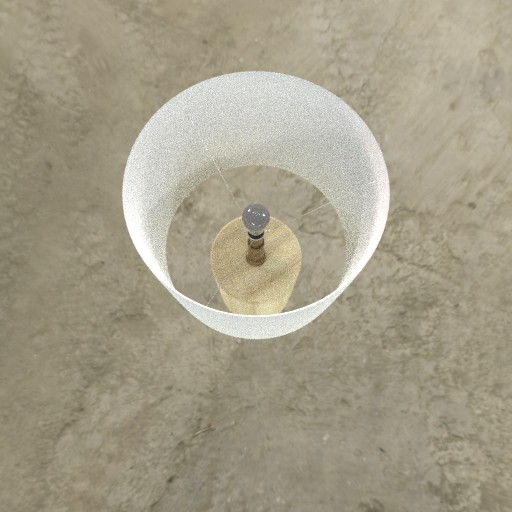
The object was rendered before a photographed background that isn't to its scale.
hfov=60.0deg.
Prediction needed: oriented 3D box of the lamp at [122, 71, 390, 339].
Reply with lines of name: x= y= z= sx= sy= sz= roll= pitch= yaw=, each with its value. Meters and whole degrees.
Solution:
lamp: x=0.000 y=0.000 z=0.589 sx=0.228 sy=0.444 sz=0.228 roll=-36 pitch=77 yaw=-10
